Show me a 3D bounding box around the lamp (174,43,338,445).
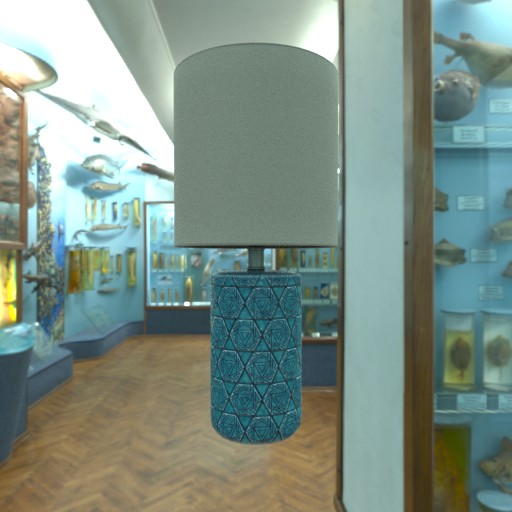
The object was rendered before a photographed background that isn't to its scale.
[{"bbox_3d":[0.000,0.000,0.759,0.278,0.597,0.278,0,0,0],"label":"lamp"}]
